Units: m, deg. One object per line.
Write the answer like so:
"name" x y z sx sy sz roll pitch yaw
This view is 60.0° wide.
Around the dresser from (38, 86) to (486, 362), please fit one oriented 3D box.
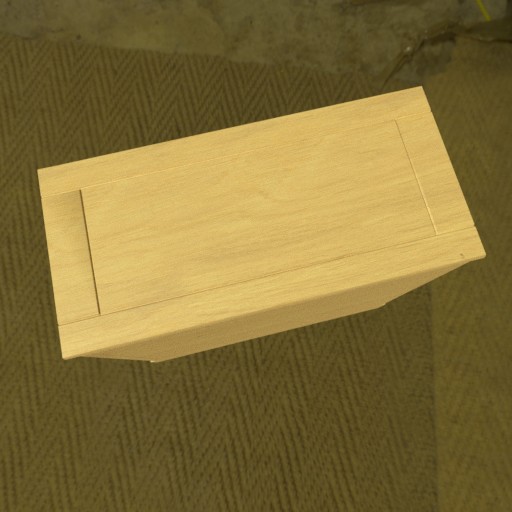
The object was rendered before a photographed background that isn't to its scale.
"dresser" 0.000 0.000 1.383 0.915 0.835 0.440 -13 76 -3
